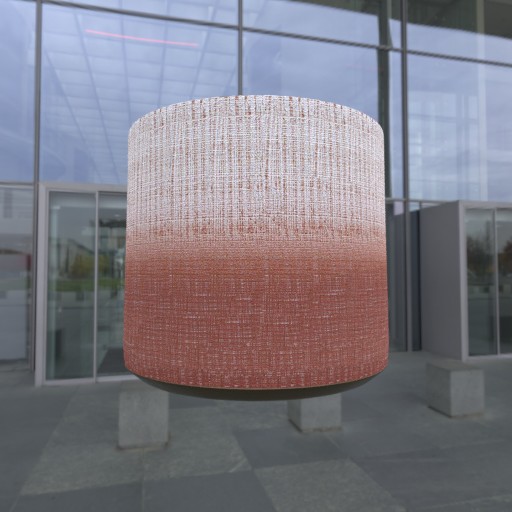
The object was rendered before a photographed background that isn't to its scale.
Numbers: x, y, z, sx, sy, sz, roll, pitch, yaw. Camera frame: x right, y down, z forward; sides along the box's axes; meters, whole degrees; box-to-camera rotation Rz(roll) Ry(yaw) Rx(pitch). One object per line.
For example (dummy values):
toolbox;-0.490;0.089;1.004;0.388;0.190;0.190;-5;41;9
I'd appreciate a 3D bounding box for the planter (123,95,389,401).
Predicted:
planter;0.000;0.000;0.388;0.221;0.201;0.221;0;-2;0
